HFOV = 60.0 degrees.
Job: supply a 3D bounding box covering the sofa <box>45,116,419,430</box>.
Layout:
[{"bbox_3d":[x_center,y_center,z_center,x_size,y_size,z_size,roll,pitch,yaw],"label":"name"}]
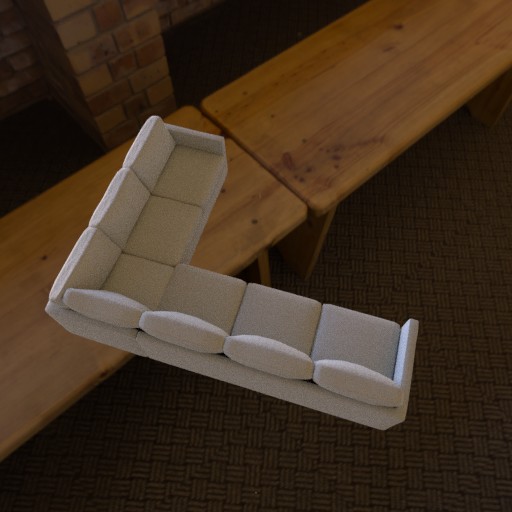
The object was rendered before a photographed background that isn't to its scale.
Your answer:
[{"bbox_3d":[0.000,0.000,4.587,3.333,0.934,2.522,15,63,8],"label":"sofa"}]
